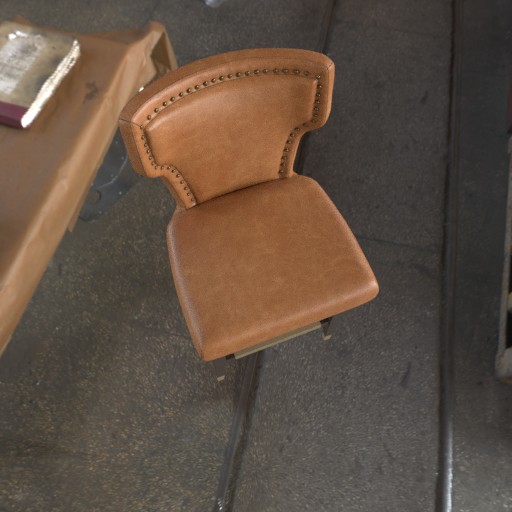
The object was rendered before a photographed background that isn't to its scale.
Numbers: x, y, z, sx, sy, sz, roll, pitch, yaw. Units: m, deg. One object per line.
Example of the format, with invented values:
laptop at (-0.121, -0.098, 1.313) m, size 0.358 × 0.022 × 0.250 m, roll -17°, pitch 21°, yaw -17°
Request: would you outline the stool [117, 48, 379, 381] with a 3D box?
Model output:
stool at (0.000, 0.000, 1.393) m, size 0.526 × 1.092 × 0.563 m, roll -19°, pitch 66°, yaw -9°
